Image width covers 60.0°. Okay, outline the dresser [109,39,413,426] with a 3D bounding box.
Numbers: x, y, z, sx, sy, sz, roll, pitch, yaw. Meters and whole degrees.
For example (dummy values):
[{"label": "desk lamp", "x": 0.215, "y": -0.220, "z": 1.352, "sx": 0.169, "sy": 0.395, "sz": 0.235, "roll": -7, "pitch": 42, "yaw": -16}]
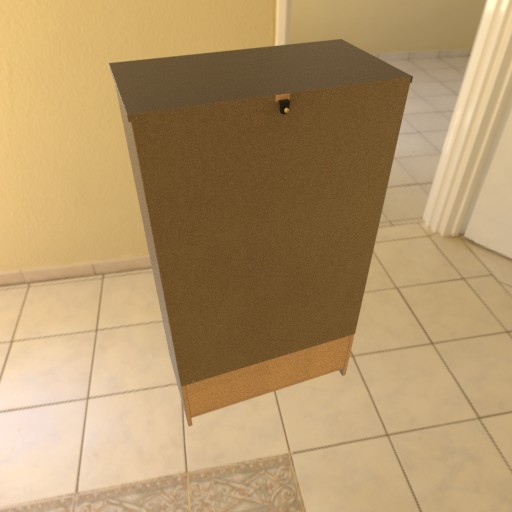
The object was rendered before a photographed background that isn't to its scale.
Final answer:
[{"label": "dresser", "x": 0.000, "y": 0.000, "z": 1.547, "sx": 0.704, "sy": 1.254, "sz": 0.418, "roll": -13, "pitch": 42, "yaw": -15}]
